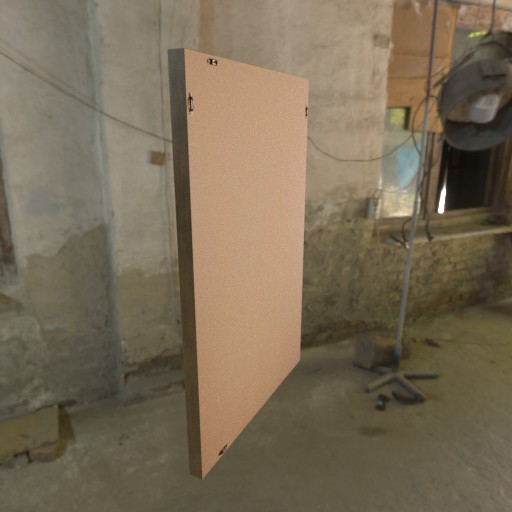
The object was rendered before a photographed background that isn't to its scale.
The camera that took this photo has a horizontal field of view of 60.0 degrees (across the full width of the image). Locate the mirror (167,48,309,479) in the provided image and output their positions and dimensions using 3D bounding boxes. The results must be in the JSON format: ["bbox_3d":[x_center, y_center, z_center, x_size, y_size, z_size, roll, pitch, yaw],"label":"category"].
[{"bbox_3d":[0.000,0.000,1.162,0.041,0.915,0.609,8,18,26],"label":"mirror"}]
